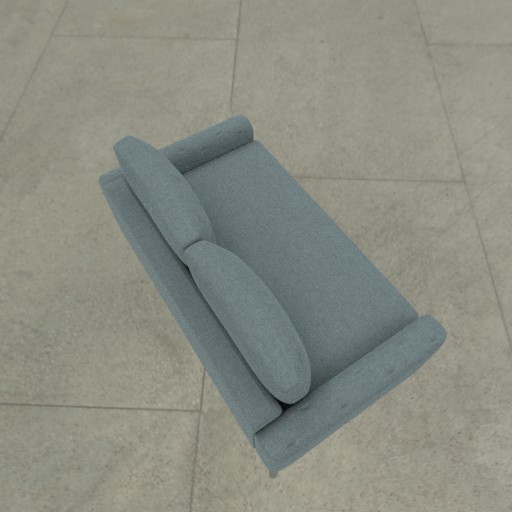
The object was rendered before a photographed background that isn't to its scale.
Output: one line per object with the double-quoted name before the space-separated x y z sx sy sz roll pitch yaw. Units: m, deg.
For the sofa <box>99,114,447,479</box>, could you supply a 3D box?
"sofa" 0.000 0.000 2.133 0.920 0.790 1.650 -29 63 -17
